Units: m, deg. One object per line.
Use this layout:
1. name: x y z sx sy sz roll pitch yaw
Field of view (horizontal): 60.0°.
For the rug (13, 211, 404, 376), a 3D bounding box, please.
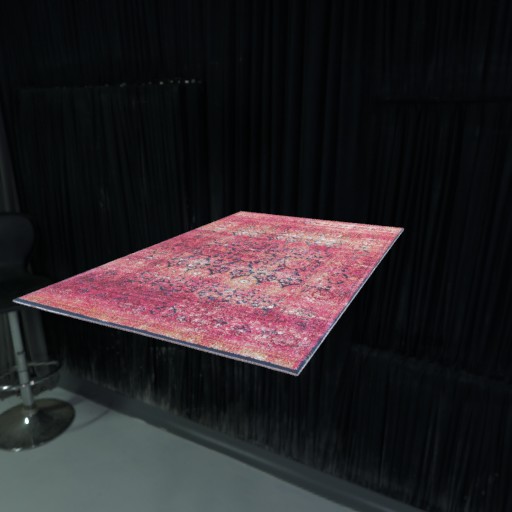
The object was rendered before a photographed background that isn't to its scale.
1. rug: 0.000 0.000 2.963 1.539 0.018 2.449 8 19 25
